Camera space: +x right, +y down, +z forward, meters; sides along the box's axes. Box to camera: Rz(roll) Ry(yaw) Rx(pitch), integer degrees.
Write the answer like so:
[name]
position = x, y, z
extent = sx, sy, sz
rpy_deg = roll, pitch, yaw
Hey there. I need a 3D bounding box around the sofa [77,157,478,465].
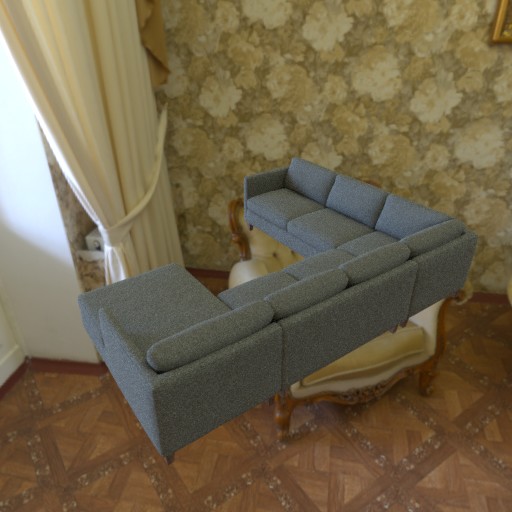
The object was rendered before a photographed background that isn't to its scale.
[sofa]
position = 0.000, 0.000, 4.224
extent = 3.238, 0.853, 2.551
rpy_deg = -20, 35, -30
